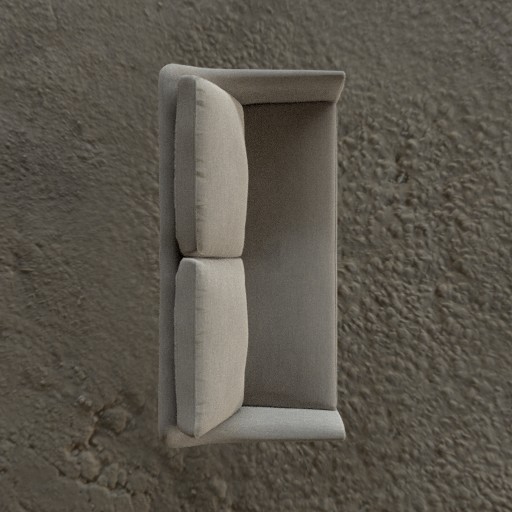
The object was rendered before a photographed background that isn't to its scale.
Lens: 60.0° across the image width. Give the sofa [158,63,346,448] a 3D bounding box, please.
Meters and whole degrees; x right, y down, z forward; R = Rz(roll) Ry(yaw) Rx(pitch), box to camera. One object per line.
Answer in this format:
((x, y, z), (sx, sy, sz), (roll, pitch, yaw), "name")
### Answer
((0.000, 0.000, 2.564), (0.980, 0.913, 2.036), (0, 90, 0), "sofa")
